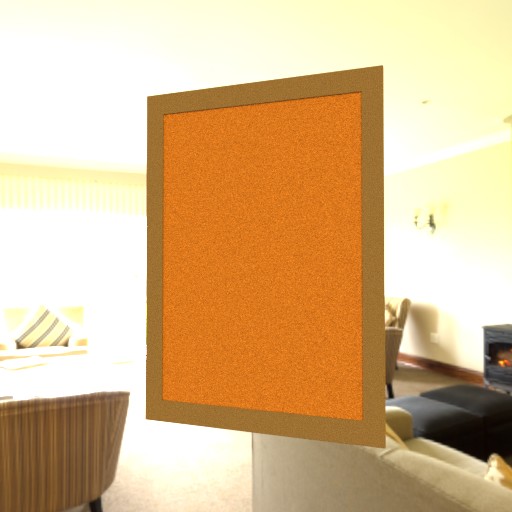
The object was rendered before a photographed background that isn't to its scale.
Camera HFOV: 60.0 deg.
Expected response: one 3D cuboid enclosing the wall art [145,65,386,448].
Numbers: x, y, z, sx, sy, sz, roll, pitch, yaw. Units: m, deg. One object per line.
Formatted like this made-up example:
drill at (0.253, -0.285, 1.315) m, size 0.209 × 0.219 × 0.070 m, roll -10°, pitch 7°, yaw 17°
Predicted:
wall art at (0.000, 0.000, 0.672) m, size 0.374 × 0.529 × 0.012 m, roll 0°, pitch -1°, yaw 18°
